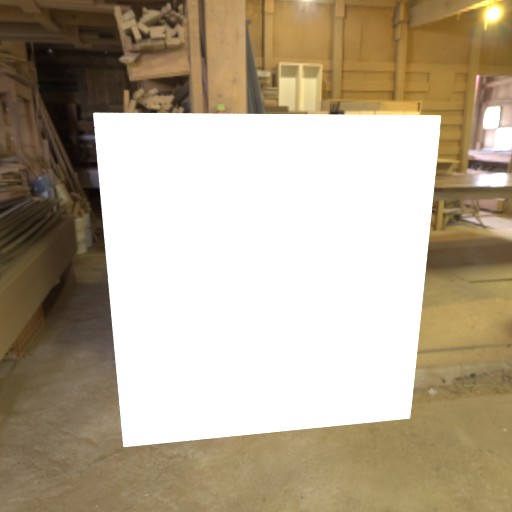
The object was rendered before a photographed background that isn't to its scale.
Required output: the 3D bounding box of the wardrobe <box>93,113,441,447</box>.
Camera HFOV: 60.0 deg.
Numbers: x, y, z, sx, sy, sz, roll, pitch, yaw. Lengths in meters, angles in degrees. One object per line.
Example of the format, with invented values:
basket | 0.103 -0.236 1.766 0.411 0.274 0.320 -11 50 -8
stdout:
wardrobe | 0.000 0.000 0.884 0.500 0.520 0.400 -2 15 -8
